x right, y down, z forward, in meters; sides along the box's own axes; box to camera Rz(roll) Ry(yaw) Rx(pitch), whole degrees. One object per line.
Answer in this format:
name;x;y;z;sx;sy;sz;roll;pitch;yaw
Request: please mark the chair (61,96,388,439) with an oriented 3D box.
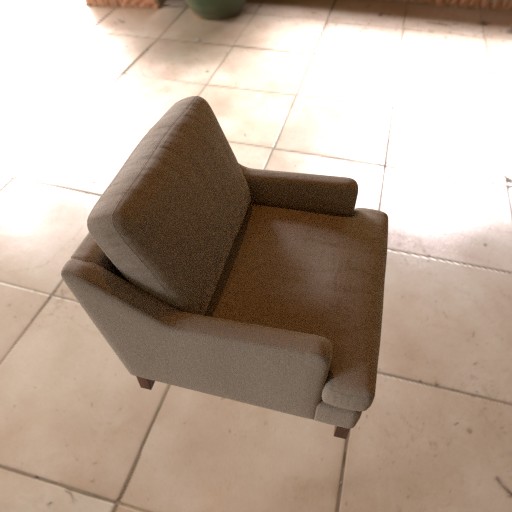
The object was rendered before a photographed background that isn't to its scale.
chair;0.000;0.000;1.708;1.001;0.916;0.912;11;48;10
